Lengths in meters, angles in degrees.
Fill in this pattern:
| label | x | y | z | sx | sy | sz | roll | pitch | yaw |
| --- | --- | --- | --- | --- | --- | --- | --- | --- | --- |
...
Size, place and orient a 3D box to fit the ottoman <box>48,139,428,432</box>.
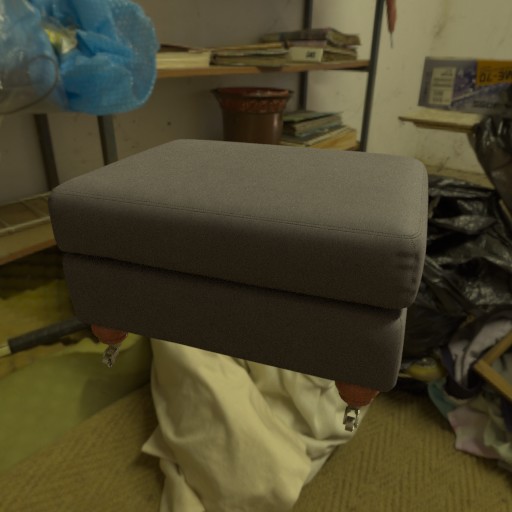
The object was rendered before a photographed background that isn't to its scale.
| label | x | y | z | sx | sy | sz | roll | pitch | yaw |
| --- | --- | --- | --- | --- | --- | --- | --- | --- | --- |
| ottoman | 0.000 | 0.000 | 1.125 | 0.773 | 0.497 | 0.574 | 9 | 28 | 18 |
